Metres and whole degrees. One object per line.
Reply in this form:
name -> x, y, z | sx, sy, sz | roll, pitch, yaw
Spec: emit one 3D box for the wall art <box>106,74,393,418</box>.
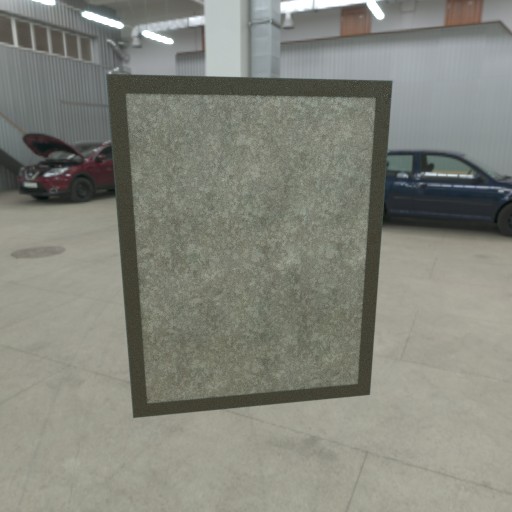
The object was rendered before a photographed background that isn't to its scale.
wall art -> 0.000, 0.000, 1.308 | 0.767, 0.983, 0.030 | -2, 15, -9
